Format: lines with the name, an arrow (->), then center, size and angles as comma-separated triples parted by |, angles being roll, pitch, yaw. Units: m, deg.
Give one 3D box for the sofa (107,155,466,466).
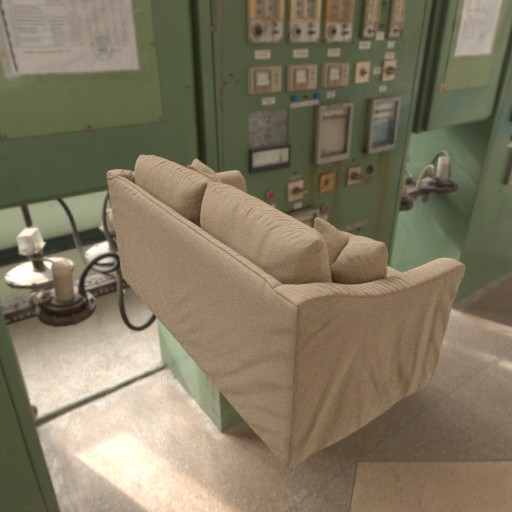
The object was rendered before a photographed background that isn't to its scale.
sofa -> 0.000, 0.000, 2.631 | 1.072, 1.018, 2.010 | -17, 32, -31
